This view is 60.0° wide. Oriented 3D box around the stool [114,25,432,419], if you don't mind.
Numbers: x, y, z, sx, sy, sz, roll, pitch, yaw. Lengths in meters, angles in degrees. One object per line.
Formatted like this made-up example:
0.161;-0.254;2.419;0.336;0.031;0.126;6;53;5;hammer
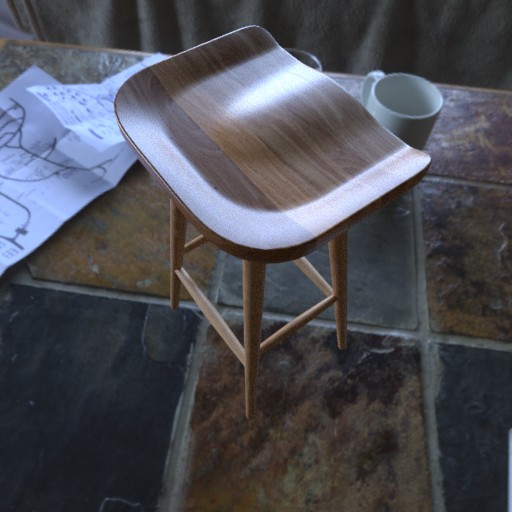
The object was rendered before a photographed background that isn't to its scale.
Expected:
0.000;0.000;0.915;0.322;0.698;0.407;-32;63;-19;stool
